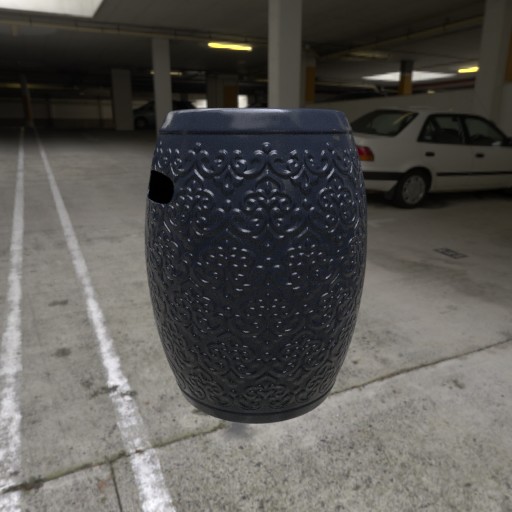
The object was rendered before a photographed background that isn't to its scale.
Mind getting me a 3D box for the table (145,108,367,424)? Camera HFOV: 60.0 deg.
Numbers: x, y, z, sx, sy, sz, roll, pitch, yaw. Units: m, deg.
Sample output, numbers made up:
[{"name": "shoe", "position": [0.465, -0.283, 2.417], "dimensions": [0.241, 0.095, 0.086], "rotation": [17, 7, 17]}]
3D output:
[{"name": "table", "position": [0.000, 0.000, 0.639], "dimensions": [0.309, 0.397, 0.309], "rotation": [0, 16, 0]}]
